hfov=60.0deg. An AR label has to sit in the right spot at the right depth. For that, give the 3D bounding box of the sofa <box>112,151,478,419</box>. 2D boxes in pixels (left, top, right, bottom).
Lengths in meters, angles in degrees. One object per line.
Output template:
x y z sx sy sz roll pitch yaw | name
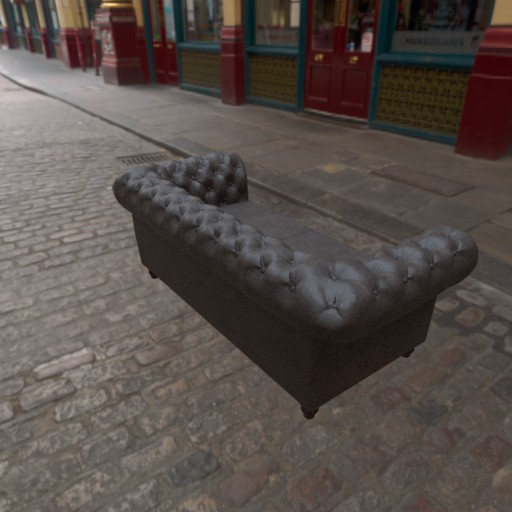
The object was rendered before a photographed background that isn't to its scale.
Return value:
0.000 0.000 2.526 0.944 0.779 2.048 -19 32 -32 | sofa
